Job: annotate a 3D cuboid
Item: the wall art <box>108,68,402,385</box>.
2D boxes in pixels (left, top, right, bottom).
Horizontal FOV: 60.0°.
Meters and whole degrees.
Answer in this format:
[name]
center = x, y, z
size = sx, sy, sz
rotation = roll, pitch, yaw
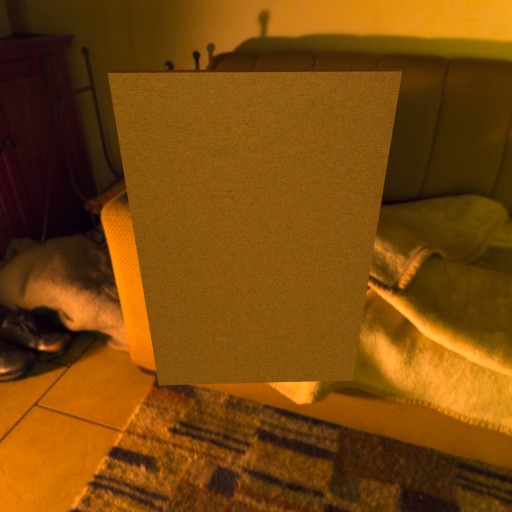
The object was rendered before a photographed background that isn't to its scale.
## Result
[wall art]
center = 0.000, 0.000, 1.171
size = 0.610, 0.914, 0.037
rotation = -1, 31, -2
